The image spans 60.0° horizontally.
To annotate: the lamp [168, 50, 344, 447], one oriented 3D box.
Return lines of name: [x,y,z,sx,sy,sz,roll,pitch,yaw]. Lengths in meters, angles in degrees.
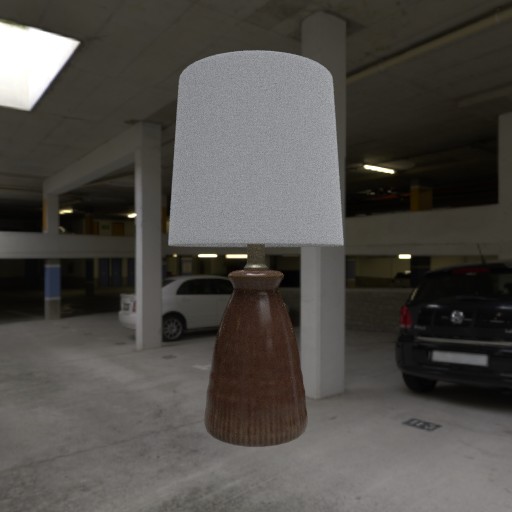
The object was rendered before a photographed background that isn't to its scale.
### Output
lamp: [0.000,0.000,0.480,0.186,0.369,0.186,0,0,0]
